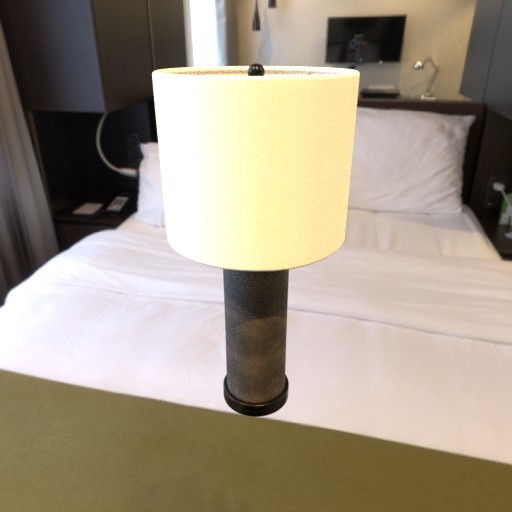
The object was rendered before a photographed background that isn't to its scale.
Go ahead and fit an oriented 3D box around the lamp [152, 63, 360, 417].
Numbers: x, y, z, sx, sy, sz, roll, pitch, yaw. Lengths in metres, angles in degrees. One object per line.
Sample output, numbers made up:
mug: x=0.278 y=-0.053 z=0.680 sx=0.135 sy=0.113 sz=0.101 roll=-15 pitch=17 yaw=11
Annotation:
lamp: x=0.000 y=0.000 z=0.795 sx=0.305 sy=0.634 sz=0.305 roll=-8 pitch=27 yaw=-17
